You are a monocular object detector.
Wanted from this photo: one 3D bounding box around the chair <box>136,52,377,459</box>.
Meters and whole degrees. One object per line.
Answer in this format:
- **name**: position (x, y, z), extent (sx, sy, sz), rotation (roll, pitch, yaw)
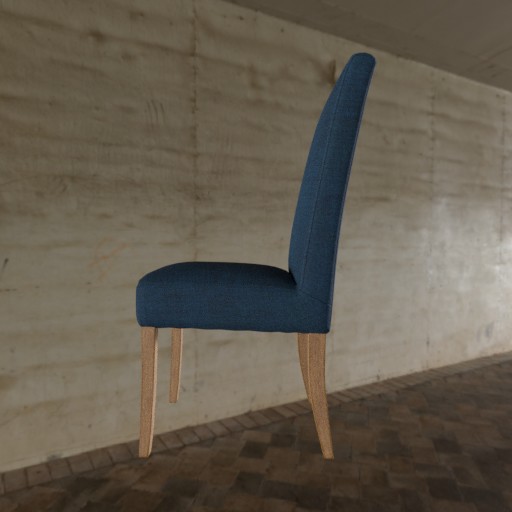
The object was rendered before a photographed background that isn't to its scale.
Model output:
- **chair**: position (0.000, 0.000, 1.326), extent (0.610, 1.029, 0.450), rotation (0, 3, 1)
